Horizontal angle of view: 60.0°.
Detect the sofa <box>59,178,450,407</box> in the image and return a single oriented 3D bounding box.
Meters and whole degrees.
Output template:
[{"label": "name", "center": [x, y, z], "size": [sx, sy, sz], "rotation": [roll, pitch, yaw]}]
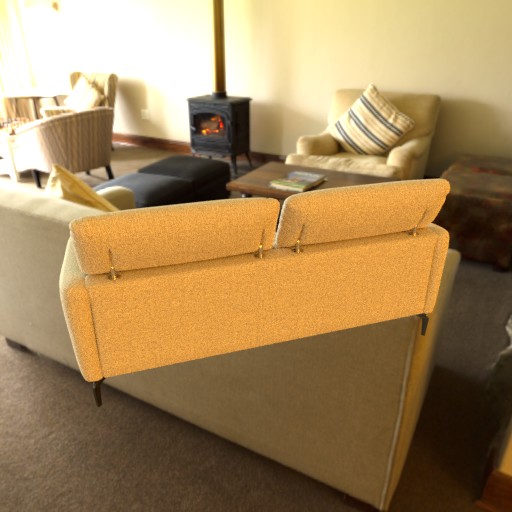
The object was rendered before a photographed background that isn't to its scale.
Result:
[{"label": "sofa", "center": [0.000, 0.000, 2.501], "size": [2.015, 0.956, 0.856], "rotation": [-8, 28, -16]}]
